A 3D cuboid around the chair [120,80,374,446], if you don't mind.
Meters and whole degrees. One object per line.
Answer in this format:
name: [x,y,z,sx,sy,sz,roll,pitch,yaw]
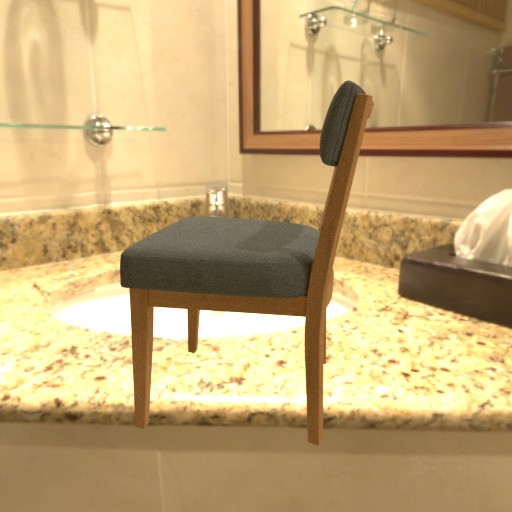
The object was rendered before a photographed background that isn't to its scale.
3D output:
chair: [0.000,0.000,1.209,0.572,0.832,0.508,2,14,10]
